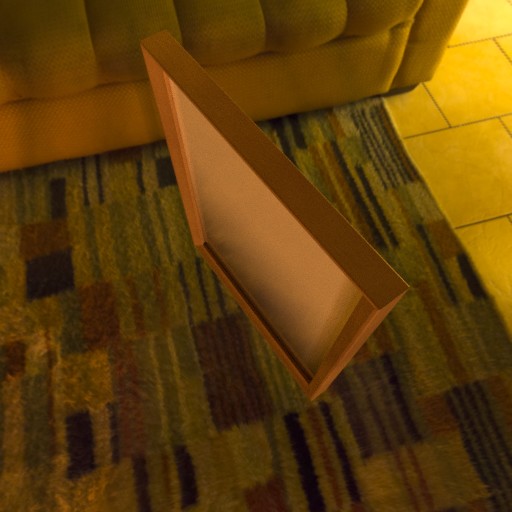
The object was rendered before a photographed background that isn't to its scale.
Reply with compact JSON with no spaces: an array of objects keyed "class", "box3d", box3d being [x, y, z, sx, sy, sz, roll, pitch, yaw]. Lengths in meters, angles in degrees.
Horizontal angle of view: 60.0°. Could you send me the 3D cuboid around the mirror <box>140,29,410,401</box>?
[{"class":"mirror","box3d":[0.000,0.000,0.675,0.041,0.509,0.406,-33,68,-15]}]
